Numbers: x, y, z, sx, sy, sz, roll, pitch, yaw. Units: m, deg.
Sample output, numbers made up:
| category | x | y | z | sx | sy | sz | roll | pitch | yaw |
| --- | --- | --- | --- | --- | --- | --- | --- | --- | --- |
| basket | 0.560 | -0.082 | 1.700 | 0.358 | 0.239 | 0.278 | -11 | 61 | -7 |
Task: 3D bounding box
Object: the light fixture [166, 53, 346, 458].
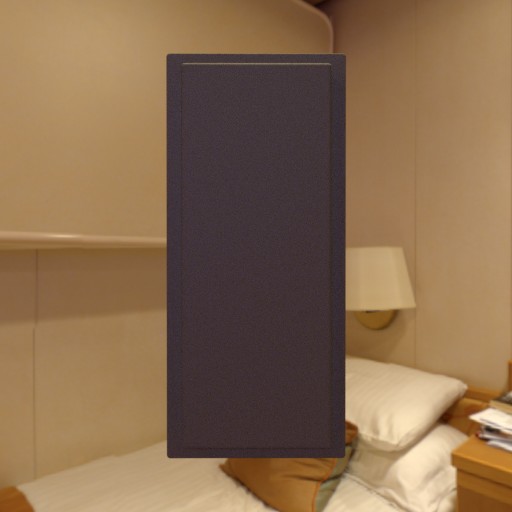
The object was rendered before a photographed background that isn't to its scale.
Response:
| category | x | y | z | sx | sy | sz | roll | pitch | yaw |
| --- | --- | --- | --- | --- | --- | --- | --- | --- | --- |
| light fixture | 0.000 | 0.000 | 0.436 | 0.153 | 0.347 | 0.146 | 0 | 0 | 0 |
